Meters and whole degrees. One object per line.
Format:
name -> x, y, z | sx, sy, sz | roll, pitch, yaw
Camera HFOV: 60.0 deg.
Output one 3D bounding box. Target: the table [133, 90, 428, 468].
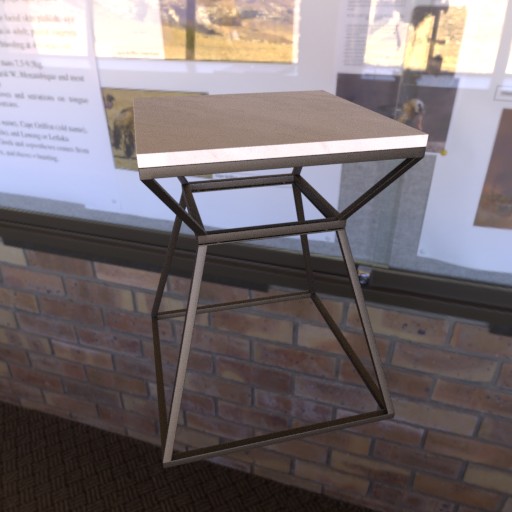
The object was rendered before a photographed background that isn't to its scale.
table -> 0.000, 0.000, 0.893 | 0.455, 0.559, 0.455 | -7, 30, -12
